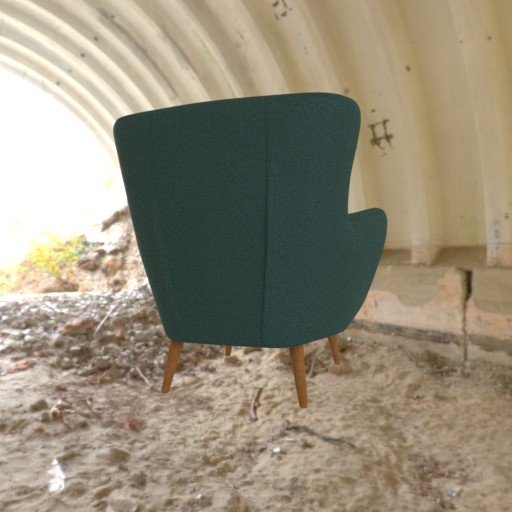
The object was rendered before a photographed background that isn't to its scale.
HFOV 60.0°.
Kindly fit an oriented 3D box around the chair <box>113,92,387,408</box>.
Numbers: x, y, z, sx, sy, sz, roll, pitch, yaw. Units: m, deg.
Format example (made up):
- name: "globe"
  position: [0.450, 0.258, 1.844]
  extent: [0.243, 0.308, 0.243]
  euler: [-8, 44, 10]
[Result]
- name: "chair"
  position: [0.000, 0.000, 1.605]
  extent: [0.890, 0.889, 0.889]
  euler: [0, -1, 19]
